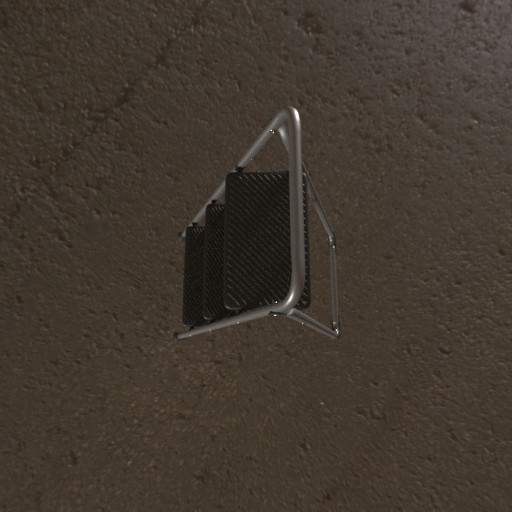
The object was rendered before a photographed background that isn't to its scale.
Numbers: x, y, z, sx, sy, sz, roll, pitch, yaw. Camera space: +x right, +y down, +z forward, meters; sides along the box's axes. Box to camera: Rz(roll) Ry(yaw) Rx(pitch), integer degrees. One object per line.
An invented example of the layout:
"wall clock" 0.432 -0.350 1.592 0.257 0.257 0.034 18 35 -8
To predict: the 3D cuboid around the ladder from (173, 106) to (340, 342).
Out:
"ladder" 0.000 0.000 1.263 0.629 0.945 0.430 0 76 0
